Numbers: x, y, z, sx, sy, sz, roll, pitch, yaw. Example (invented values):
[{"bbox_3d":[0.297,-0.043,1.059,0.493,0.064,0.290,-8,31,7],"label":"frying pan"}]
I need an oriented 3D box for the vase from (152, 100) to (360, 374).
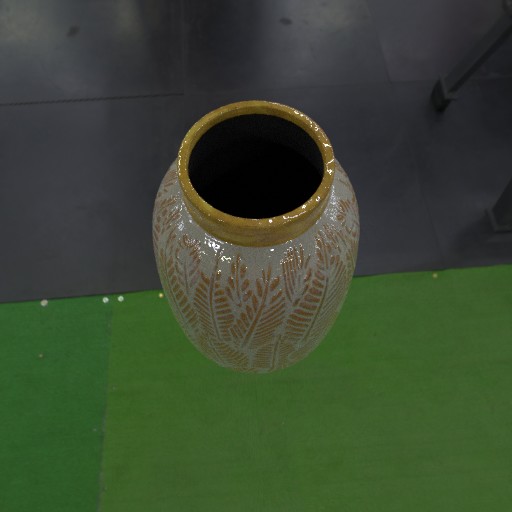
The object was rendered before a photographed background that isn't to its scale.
[{"bbox_3d":[0.000,0.000,0.390,0.172,0.270,0.172,0,64,0],"label":"vase"}]
